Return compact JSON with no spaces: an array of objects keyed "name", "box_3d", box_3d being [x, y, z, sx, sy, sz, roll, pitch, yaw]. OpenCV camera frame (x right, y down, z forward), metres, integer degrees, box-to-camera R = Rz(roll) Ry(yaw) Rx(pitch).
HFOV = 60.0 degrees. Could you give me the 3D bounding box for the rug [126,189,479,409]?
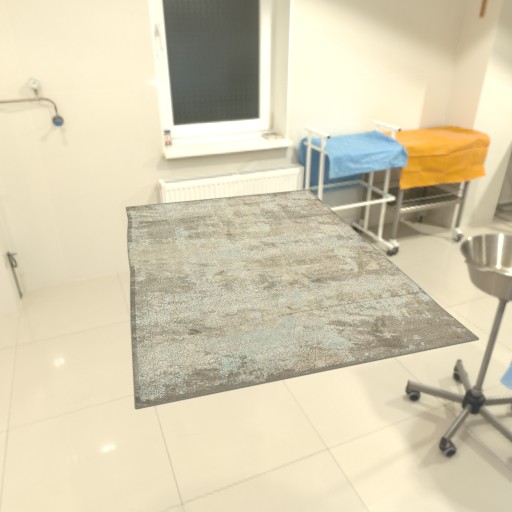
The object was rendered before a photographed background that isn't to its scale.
[{"name":"rug","box_3d":[0.000,0.000,4.274,2.393,0.013,3.307,-7,29,-14]}]
